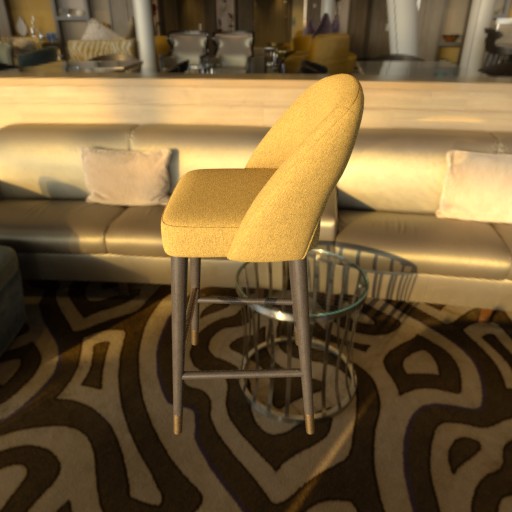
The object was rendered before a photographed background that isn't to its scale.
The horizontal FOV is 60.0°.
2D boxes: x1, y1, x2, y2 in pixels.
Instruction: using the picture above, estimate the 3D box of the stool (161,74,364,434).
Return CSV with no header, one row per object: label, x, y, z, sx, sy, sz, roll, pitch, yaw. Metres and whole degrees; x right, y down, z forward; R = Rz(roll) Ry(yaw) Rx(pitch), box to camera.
stool,0.000,0.000,1.360,0.522,1.032,0.536,0,28,0
